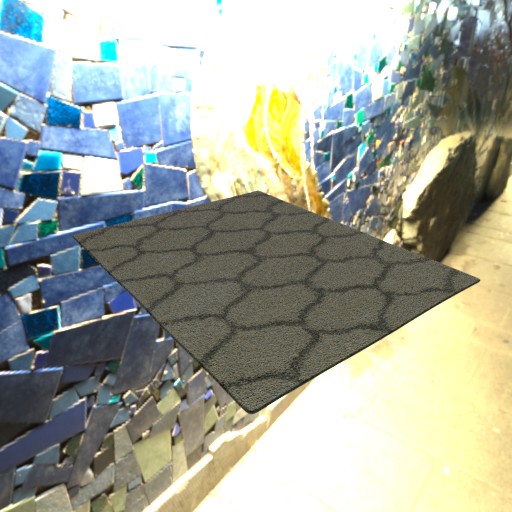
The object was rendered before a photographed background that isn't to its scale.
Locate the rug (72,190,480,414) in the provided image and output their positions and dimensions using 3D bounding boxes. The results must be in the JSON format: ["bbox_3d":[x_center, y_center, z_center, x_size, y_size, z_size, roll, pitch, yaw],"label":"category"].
[{"bbox_3d":[0.000,0.000,4.066,2.399,0.026,3.000,-19,32,-33],"label":"rug"}]
